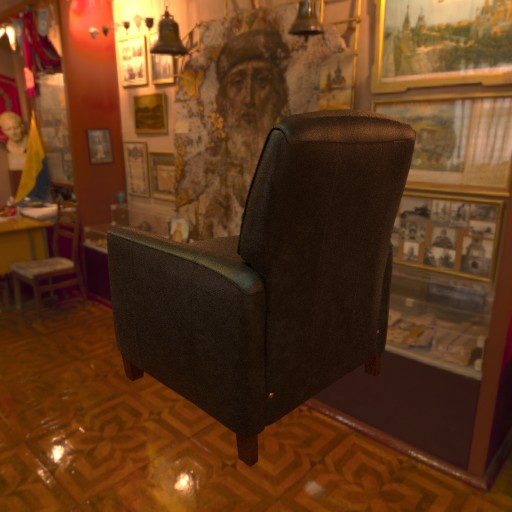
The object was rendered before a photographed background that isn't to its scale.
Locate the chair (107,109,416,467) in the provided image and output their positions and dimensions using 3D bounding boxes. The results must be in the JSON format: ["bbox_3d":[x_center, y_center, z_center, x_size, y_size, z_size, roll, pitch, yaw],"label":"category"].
[{"bbox_3d":[0.000,0.000,1.660,0.864,1.014,0.848,15,21,43],"label":"chair"}]
